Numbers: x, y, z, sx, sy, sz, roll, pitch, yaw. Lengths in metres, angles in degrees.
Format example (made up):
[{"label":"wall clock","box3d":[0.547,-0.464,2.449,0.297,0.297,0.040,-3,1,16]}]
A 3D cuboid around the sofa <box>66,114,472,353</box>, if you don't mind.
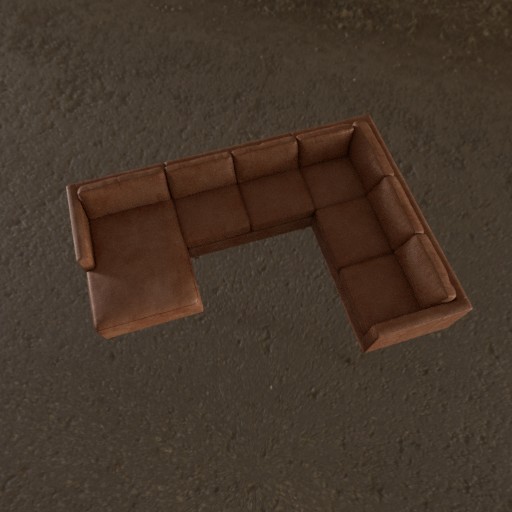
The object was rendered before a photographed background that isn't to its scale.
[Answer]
[{"label":"sofa","box3d":[0.000,0.000,4.577,3.401,0.832,2.430,-15,65,-7]}]
